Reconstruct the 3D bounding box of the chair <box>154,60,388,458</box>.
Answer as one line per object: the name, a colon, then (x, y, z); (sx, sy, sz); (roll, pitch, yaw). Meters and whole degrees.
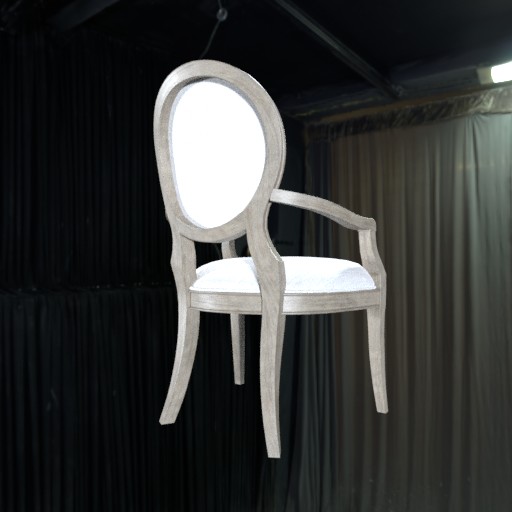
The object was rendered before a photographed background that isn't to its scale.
chair: (0.000, 0.000, 1.360); (0.611, 0.991, 0.602); (-1, -2, 36)
